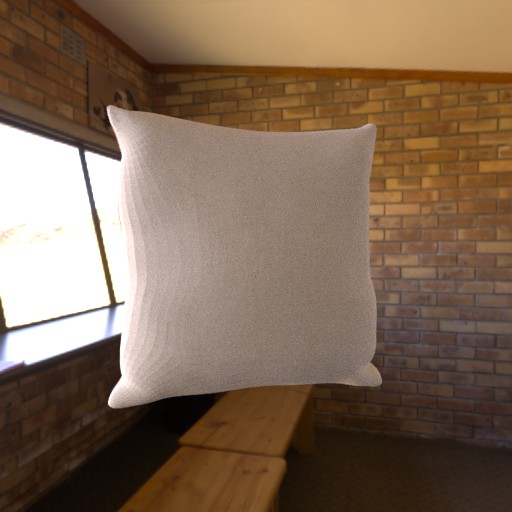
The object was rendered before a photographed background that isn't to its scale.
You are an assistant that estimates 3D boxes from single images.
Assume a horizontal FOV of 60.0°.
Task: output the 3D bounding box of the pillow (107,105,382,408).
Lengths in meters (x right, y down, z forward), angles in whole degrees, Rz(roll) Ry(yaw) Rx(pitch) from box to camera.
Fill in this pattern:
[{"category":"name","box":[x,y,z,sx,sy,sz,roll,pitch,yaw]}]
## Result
[{"category":"pillow","box":[0.000,0.000,0.690,0.440,0.441,0.182,0,1,-17]}]
